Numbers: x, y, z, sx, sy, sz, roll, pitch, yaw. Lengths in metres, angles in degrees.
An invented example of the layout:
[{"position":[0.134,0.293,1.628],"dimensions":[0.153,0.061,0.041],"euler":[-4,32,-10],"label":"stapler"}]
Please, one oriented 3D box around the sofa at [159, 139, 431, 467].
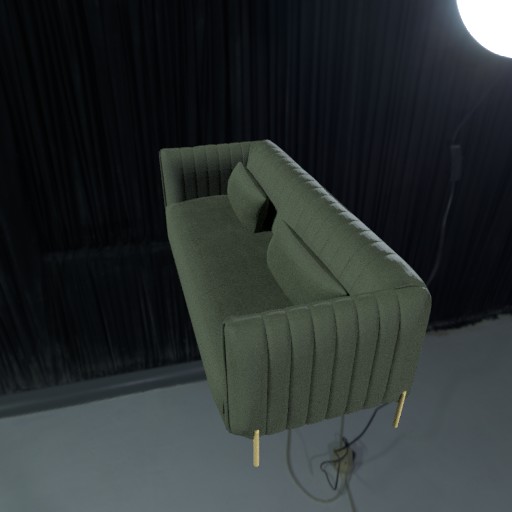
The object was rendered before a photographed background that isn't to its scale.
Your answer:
[{"position":[0.000,0.000,2.656],"dimensions":[0.896,0.793,2.137],"euler":[-9,33,-14],"label":"sofa"}]
